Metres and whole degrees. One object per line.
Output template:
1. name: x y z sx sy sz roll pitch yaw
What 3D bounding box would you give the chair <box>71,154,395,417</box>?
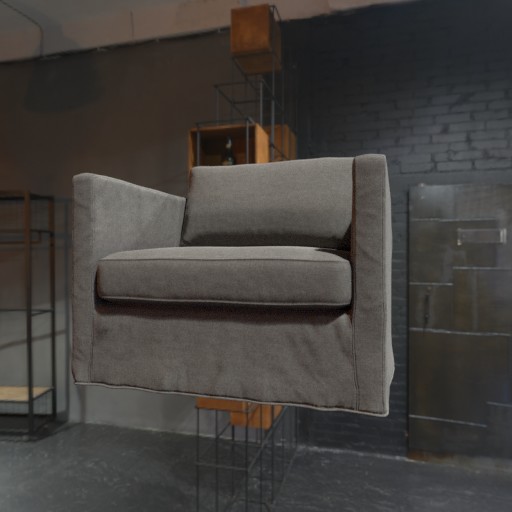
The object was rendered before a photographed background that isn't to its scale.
1. chair: 0.000 0.000 1.773 1.057 0.863 0.949 0 0 18
